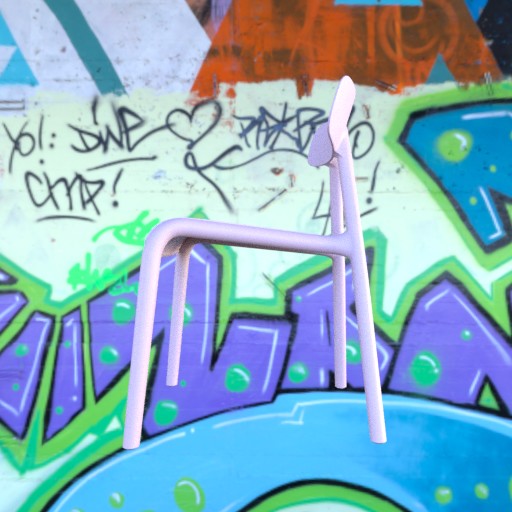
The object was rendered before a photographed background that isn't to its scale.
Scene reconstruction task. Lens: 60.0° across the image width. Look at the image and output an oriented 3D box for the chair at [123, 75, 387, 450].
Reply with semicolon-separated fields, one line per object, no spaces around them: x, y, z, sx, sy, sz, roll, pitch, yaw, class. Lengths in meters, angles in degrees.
0.000;0.000;0.836;0.401;0.580;0.356;0;-1;0;chair
